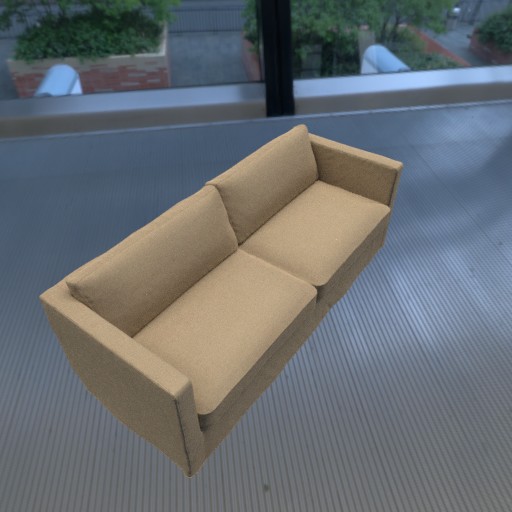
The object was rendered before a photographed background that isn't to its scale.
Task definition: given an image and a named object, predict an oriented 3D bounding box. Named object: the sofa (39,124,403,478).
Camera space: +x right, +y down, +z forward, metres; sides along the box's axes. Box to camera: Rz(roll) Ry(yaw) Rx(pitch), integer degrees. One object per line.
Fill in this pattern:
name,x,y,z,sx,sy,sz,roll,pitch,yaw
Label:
sofa,0.000,0.000,2.805,0.962,0.853,2.312,26,48,27
